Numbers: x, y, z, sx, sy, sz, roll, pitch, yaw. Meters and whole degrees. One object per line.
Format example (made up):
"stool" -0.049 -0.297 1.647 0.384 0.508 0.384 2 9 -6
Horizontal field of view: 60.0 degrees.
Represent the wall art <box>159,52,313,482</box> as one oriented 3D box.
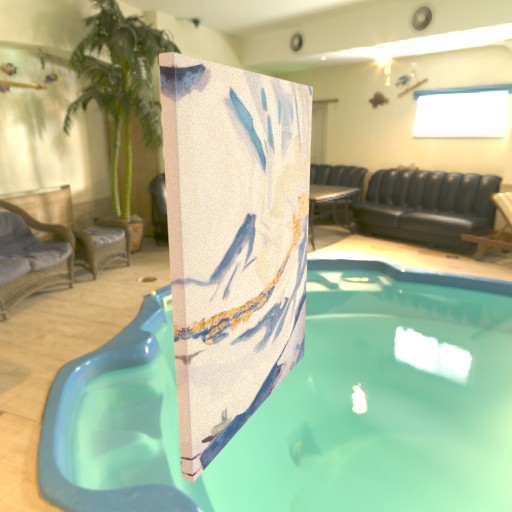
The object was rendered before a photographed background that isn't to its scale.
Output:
"wall art" 0.000 0.000 1.329 0.038 1.015 0.761 8 17 27
